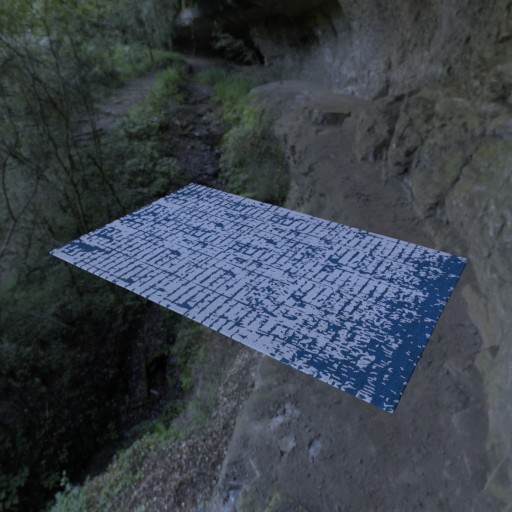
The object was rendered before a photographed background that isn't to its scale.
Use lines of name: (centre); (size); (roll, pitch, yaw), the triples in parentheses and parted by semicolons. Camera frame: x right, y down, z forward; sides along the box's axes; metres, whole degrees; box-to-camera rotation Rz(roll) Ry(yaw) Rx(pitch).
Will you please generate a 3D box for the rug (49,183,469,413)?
rug: (0.000, 0.000, 3.024); (2.435, 0.011, 1.517); (19, 36, 28)
